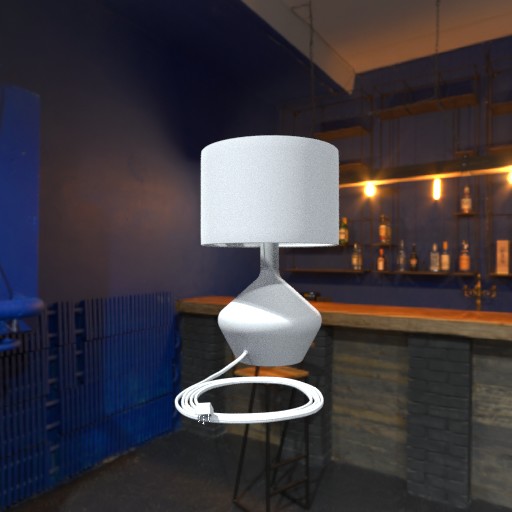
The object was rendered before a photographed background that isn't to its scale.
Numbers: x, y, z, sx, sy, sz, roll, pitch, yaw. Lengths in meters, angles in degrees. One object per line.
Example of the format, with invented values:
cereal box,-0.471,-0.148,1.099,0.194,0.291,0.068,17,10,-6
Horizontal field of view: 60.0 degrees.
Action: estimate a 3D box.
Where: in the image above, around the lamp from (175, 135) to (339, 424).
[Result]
lamp,0.000,0.000,0.865,0.401,0.457,0.546,0,-1,35
